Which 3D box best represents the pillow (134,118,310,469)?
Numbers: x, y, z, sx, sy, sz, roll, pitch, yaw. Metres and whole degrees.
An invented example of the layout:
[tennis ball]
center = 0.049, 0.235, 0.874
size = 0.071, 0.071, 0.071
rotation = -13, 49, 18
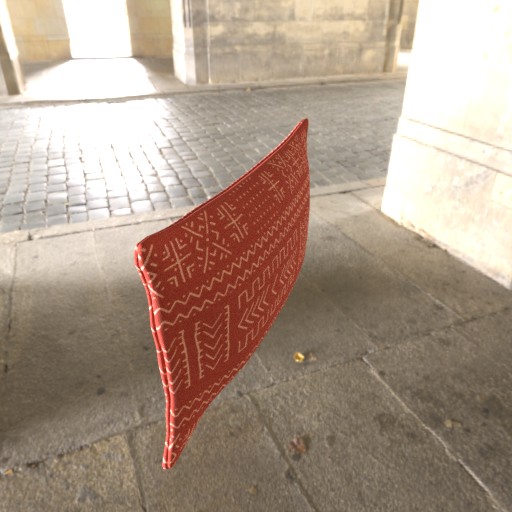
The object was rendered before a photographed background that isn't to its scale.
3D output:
[pillow]
center = 0.000, 0.000, 0.782
size = 0.130, 0.352, 0.640
rotation = 11, 31, 18
